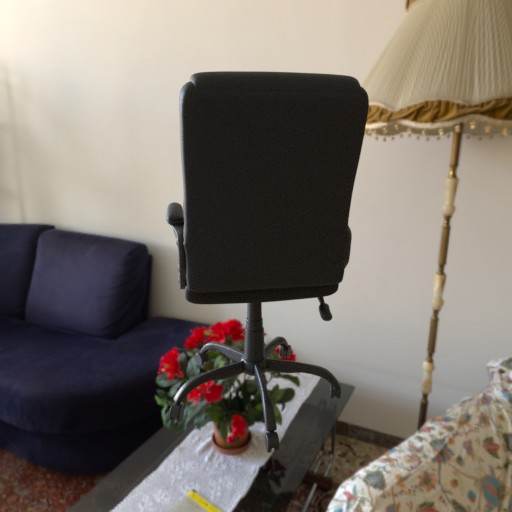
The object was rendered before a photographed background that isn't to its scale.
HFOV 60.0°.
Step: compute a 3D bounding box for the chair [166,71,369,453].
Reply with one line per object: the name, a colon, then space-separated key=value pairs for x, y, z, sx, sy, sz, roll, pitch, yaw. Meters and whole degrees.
chair: x=0.000 y=0.000 z=1.473 sx=0.615 sy=1.072 sz=0.655 roll=-3 pitch=15 yaw=-10
